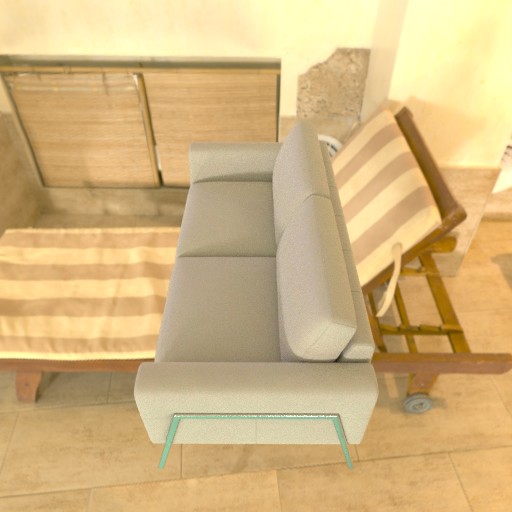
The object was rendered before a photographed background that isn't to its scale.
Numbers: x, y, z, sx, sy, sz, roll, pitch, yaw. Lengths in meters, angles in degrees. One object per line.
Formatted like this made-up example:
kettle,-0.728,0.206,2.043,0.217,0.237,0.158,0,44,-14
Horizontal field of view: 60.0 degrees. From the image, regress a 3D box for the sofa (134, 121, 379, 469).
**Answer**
sofa,0.000,0.000,2.538,0.953,0.875,2.017,0,42,0
